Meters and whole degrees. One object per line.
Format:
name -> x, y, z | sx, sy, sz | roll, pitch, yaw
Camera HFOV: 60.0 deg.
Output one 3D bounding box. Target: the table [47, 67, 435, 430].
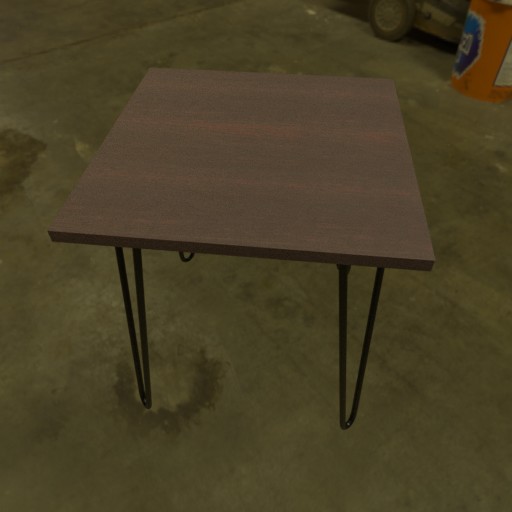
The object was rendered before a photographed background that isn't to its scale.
table -> 0.000, 0.000, 0.932 | 0.495, 0.559, 0.495 | 4, 47, 4
